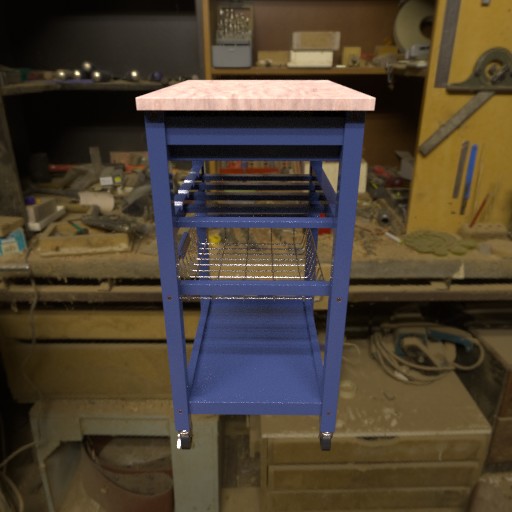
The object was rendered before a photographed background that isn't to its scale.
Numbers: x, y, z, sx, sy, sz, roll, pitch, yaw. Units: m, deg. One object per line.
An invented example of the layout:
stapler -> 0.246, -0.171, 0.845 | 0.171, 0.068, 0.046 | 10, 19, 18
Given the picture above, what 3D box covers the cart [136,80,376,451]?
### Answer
cart -> 0.000, 0.000, 1.172 | 0.403, 0.839, 0.584 | 0, 24, 1
